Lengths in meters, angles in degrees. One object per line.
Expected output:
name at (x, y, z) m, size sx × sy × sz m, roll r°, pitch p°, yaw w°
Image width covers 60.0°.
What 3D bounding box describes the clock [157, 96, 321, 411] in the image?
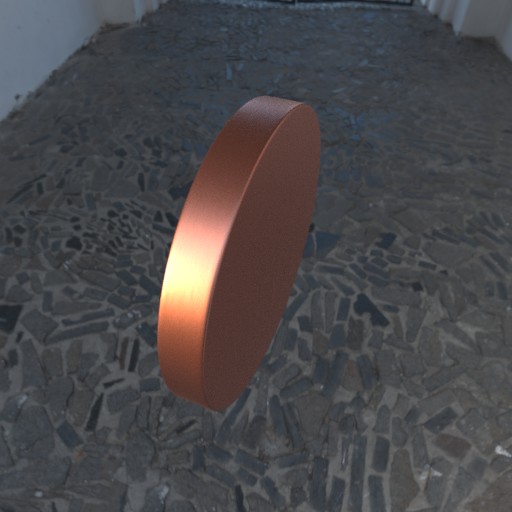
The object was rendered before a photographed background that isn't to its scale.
clock at (0.000, 0.000, 0.463) m, size 0.040 × 0.313 × 0.313 m, roll 17°, pitch 49°, yaw 15°
